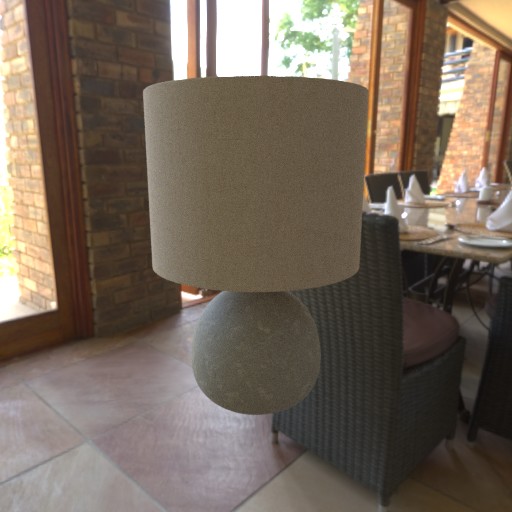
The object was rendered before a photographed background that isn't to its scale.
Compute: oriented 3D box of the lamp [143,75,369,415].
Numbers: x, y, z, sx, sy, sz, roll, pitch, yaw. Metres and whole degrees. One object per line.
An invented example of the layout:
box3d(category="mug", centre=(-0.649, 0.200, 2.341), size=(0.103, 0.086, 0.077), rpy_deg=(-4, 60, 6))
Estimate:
box3d(category="lamp", centre=(0.000, 0.000, 0.590), size=(0.269, 0.409, 0.269), rpy_deg=(-12, 18, -43))
